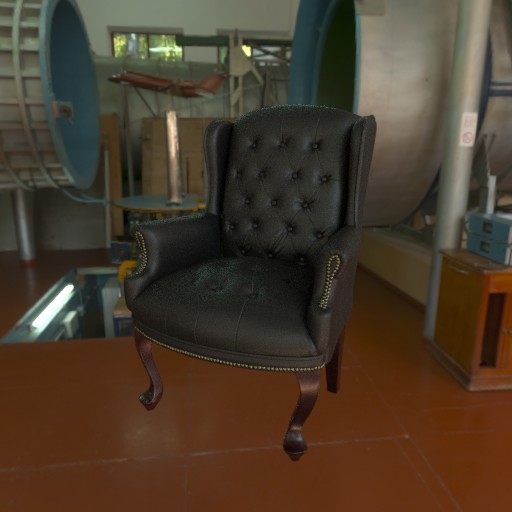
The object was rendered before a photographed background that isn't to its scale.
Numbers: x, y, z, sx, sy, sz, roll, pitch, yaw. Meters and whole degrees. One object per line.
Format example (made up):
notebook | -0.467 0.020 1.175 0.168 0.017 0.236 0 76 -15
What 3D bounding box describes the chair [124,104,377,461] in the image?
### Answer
chair | 0.000 0.000 1.688 0.831 1.133 0.822 8 17 26
